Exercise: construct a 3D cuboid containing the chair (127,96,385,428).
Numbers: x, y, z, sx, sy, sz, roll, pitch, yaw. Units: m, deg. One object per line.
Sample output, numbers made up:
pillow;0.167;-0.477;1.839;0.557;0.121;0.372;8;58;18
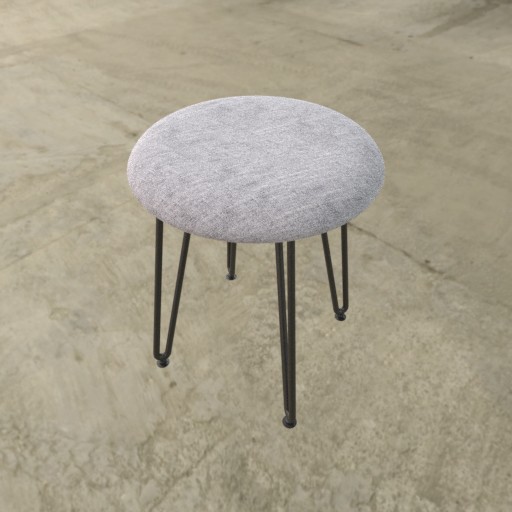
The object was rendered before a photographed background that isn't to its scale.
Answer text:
chair;0.000;0.000;0.649;0.350;0.386;0.350;-12;43;-13
